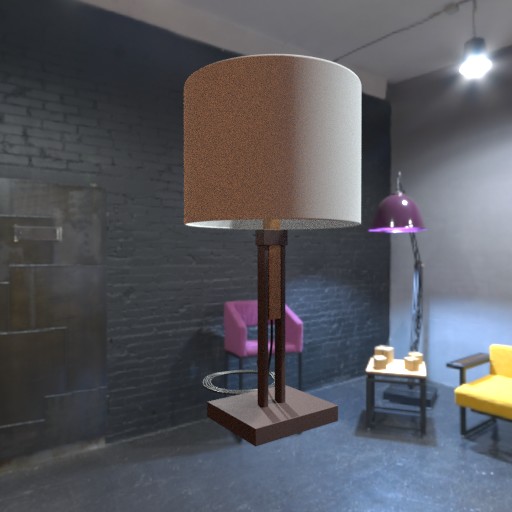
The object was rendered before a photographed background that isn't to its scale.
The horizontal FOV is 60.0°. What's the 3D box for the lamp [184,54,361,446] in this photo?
[{"bbox_3d":[0.000,0.000,0.988,0.396,0.668,0.525,0,1,-35],"label":"lamp"}]
